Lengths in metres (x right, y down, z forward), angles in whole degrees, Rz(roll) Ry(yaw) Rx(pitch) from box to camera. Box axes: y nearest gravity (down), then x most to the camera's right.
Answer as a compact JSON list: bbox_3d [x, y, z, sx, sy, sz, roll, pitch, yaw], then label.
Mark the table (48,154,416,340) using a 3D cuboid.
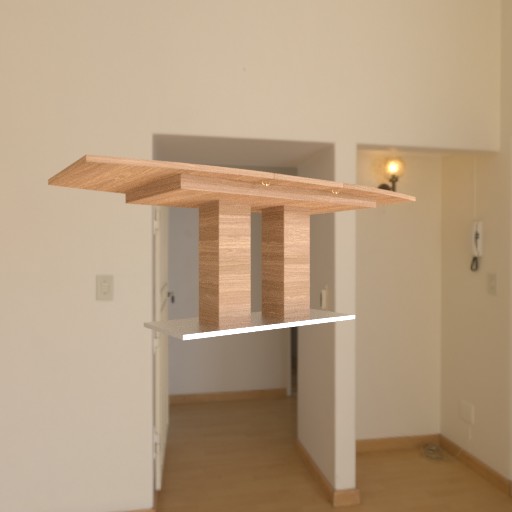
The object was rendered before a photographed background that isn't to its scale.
[{"bbox_3d":[0.000,0.000,2.498,2.032,0.750,0.900,0,0,-36],"label":"table"}]
